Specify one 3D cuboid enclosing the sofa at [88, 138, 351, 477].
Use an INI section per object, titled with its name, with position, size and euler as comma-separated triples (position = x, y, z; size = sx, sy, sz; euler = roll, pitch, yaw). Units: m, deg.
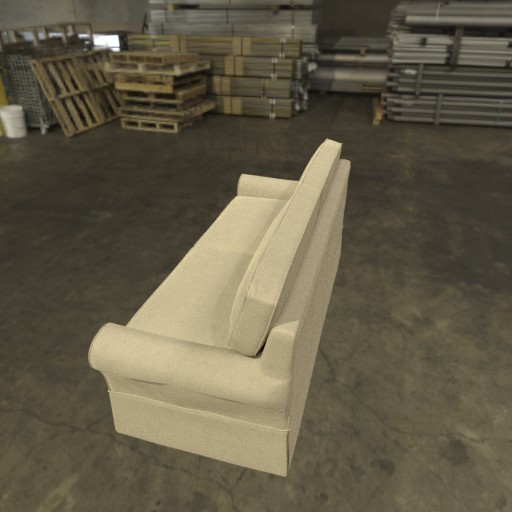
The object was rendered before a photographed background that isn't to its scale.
[sofa]
position = 0.000, 0.000, 2.723
size = 0.900, 1.014, 2.246
euler = 8, 31, 14
